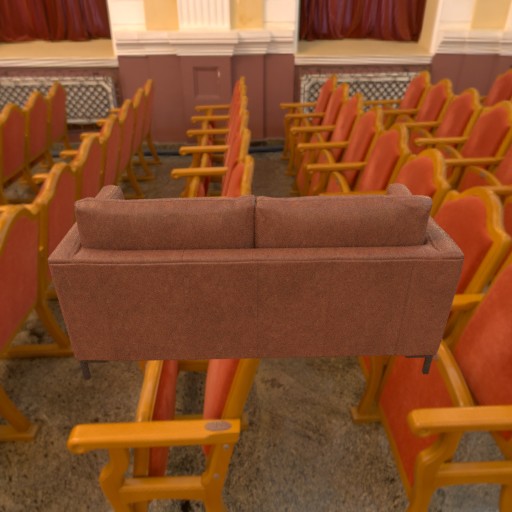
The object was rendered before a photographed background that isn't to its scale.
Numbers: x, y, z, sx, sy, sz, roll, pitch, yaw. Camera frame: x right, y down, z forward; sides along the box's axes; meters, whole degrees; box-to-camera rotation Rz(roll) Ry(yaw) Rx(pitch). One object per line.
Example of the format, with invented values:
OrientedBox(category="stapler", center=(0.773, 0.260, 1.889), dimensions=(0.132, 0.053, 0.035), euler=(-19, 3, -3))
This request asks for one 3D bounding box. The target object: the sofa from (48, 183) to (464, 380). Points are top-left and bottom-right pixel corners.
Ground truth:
OrientedBox(category="sofa", center=(0.000, 0.000, 2.344), dimensions=(1.797, 0.883, 0.899), euler=(-1, 30, -2))
